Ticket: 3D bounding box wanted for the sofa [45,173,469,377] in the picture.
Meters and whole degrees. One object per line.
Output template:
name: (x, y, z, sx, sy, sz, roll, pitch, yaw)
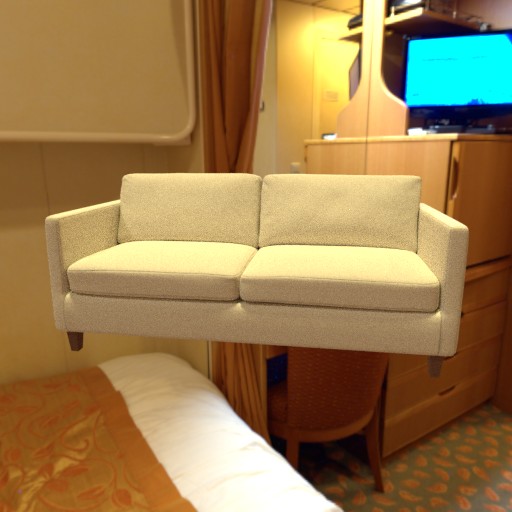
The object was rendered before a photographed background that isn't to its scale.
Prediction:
sofa: (0.000, 0.000, 2.491, 1.981, 0.889, 0.965, 2, 13, 9)
